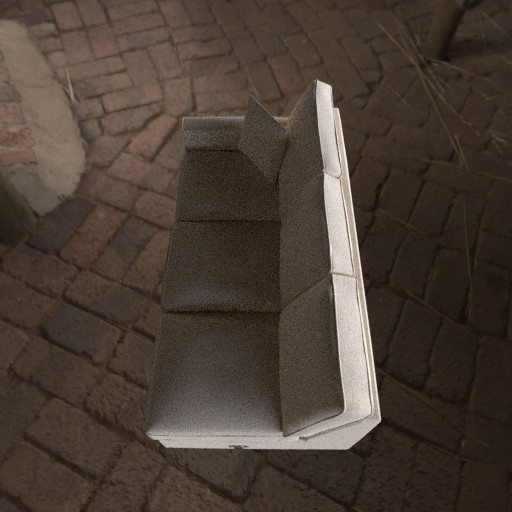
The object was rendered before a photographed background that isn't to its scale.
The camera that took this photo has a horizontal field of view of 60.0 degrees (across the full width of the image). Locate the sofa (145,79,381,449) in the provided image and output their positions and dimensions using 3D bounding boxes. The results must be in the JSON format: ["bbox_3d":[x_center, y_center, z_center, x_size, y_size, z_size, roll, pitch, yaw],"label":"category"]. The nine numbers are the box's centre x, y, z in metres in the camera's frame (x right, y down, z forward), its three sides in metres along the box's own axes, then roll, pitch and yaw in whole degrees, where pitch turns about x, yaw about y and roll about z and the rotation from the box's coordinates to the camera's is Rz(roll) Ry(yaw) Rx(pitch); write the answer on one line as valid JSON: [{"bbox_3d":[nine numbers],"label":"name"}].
[{"bbox_3d":[0.000,0.000,2.530,1.034,0.946,1.962,0,58,0],"label":"sofa"}]
